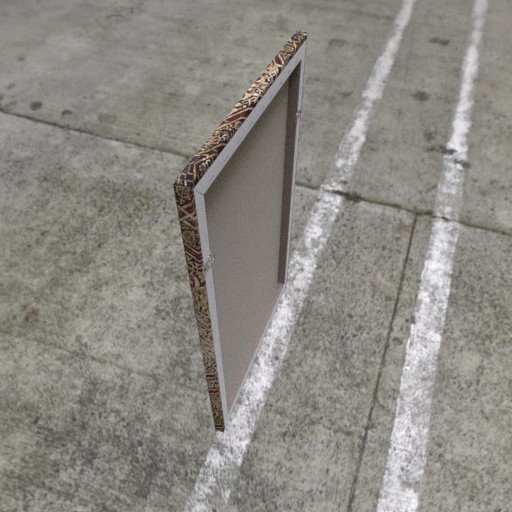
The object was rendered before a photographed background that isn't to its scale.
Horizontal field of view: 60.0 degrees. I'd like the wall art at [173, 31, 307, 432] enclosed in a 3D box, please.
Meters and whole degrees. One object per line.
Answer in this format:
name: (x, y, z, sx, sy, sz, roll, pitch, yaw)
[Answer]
wall art: (0.000, 0.000, 1.155, 0.030, 0.904, 0.599, 16, 49, 14)
